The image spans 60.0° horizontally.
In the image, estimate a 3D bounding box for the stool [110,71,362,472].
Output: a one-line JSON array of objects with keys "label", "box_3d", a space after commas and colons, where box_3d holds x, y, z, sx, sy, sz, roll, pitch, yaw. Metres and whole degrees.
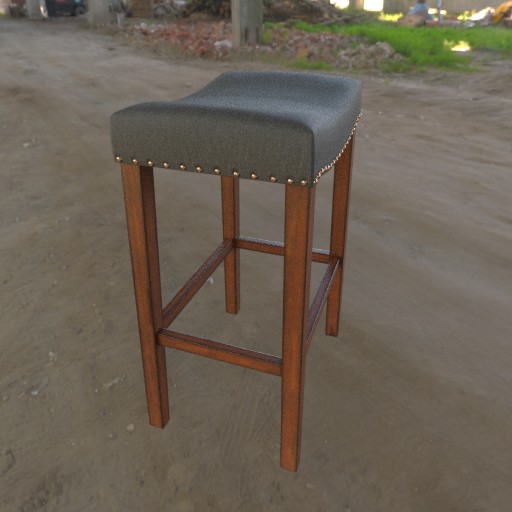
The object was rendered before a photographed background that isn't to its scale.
[{"label": "stool", "box_3d": [0.000, 0.000, 1.031, 0.366, 0.748, 0.502, 10, 32, 17]}]
